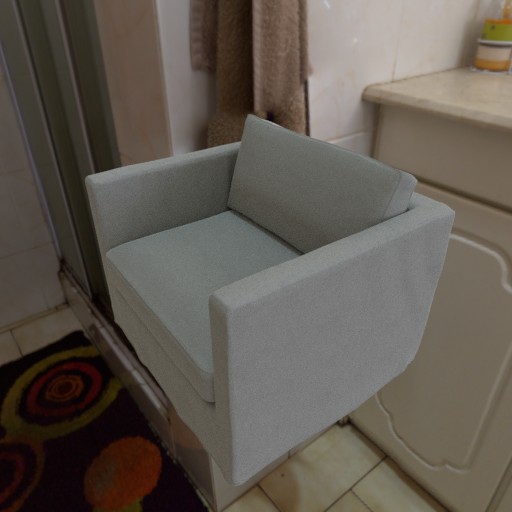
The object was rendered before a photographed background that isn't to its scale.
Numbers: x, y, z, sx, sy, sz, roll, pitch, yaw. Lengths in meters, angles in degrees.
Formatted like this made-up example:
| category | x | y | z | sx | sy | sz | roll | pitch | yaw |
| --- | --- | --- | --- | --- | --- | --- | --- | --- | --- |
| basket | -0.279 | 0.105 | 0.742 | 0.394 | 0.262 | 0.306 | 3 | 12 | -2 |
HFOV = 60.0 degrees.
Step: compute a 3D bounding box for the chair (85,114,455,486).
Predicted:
| category | x | y | z | sx | sy | sz | roll | pitch | yaw |
| --- | --- | --- | --- | --- | --- | --- | --- | --- | --- |
| chair | 0.000 | 0.000 | 1.738 | 0.949 | 0.863 | 1.057 | -21 | 38 | -30 |
